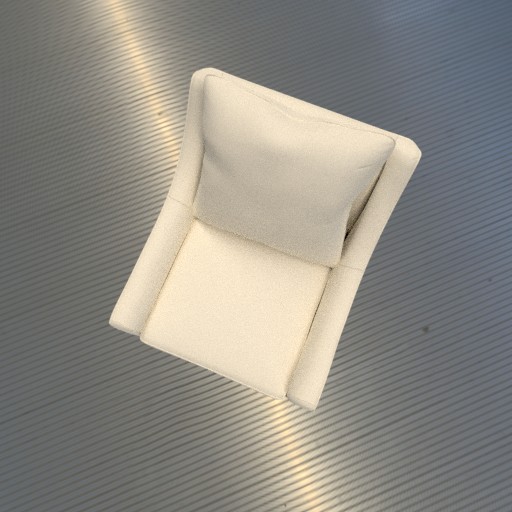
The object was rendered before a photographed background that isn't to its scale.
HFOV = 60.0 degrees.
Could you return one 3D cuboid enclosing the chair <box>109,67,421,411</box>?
[{"bbox_3d":[0.000,0.000,1.598,0.756,0.965,0.876,22,77,5],"label":"chair"}]
